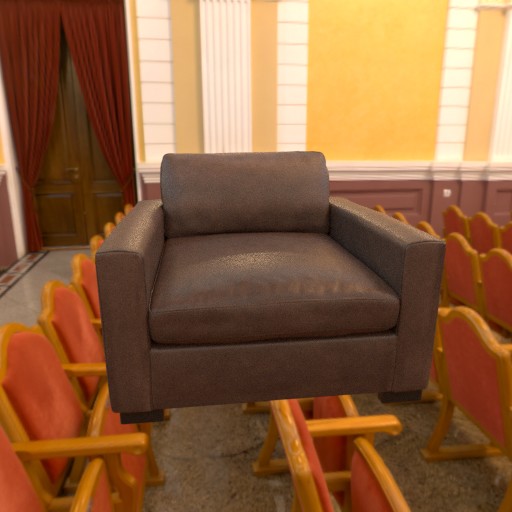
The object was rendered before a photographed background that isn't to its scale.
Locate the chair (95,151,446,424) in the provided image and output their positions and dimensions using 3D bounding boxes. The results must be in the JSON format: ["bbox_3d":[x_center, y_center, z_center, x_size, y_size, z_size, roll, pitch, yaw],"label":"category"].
[{"bbox_3d":[0.000,0.000,1.826,1.100,0.812,1.069,-2,16,-7],"label":"chair"}]
